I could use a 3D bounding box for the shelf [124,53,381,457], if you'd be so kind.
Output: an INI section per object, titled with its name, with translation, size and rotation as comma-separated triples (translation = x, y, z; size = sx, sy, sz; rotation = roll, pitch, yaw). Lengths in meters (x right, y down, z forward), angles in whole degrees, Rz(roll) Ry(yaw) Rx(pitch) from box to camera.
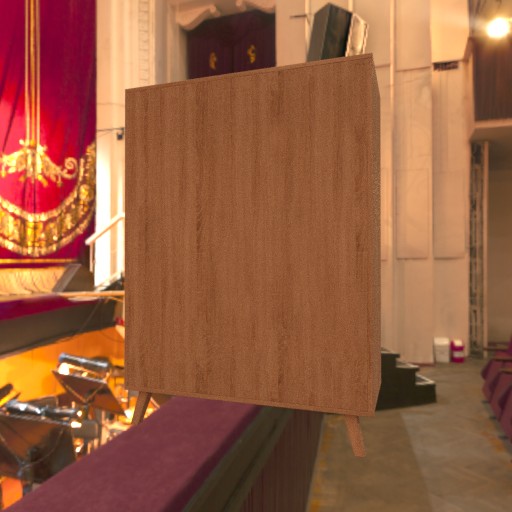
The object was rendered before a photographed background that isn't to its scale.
[shelf]
translation = 0.000, 0.000, 1.890
size = 1.000, 1.390, 0.450
rotation = 0, 0, 19
